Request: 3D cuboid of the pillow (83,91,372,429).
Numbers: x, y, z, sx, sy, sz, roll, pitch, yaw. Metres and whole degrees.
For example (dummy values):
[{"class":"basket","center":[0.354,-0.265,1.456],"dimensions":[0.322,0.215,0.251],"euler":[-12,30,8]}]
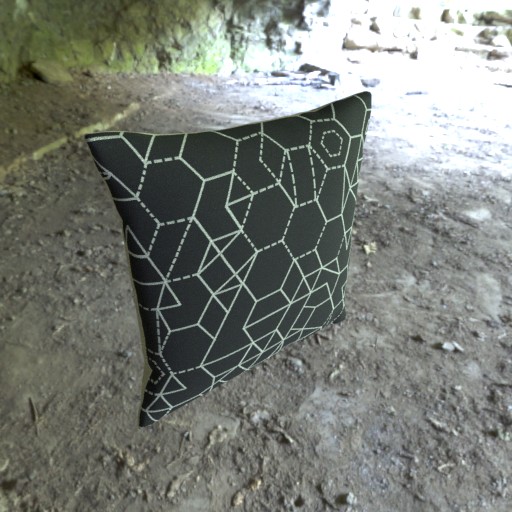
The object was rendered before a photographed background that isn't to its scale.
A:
[{"class":"pillow","center":[0.000,0.000,0.782],"dimensions":[0.517,0.508,0.158],"euler":[-21,36,-32]}]
